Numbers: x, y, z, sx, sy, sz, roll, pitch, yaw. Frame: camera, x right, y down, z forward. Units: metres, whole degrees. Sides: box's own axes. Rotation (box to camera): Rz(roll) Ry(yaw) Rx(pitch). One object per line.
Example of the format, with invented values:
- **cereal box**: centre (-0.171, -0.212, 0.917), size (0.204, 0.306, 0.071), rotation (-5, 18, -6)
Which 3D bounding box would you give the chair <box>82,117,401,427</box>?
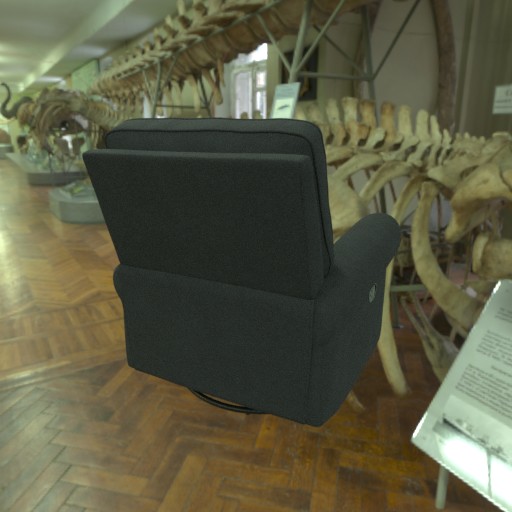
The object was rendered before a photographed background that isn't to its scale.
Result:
- **chair**: centre (0.000, 0.000, 1.627), size (0.890, 0.961, 0.878), rotation (8, 18, 27)
